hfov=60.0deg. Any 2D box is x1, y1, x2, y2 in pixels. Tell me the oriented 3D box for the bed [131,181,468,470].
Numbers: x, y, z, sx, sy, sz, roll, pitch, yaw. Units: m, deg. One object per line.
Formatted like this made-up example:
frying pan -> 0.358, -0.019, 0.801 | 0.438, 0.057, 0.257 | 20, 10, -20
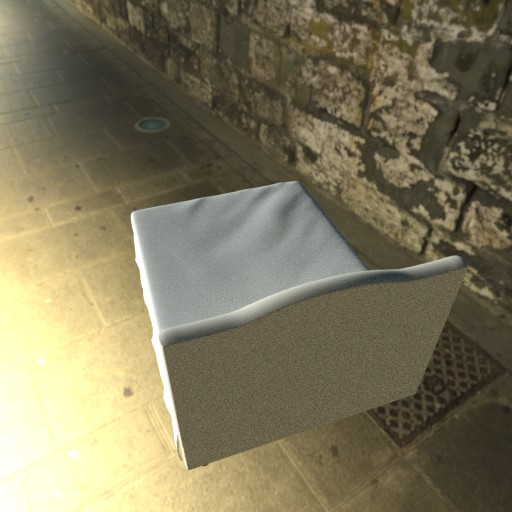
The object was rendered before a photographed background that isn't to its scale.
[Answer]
bed -> 0.000, 0.000, 3.441 | 1.821, 1.436, 2.282 | -13, 43, -14
